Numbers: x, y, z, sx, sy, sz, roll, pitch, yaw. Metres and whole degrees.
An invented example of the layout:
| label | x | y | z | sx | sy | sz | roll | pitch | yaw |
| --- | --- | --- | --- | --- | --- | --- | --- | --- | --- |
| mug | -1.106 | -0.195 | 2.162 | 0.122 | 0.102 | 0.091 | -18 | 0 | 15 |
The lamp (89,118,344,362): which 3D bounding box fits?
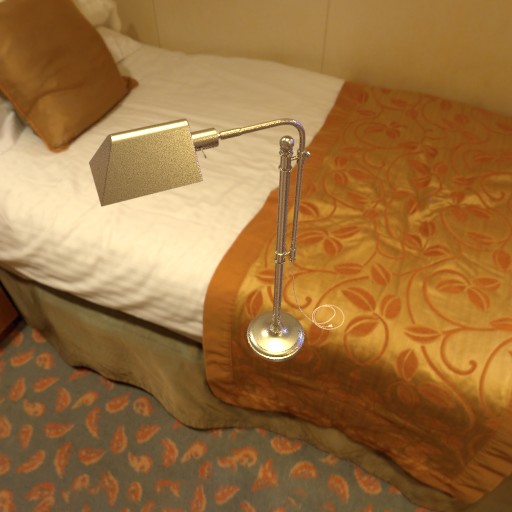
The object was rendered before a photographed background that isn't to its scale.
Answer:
| label | x | y | z | sx | sy | sz | roll | pitch | yaw |
| --- | --- | --- | --- | --- | --- | --- | --- | --- | --- |
| lamp | 0.000 | 0.000 | 0.966 | 0.546 | 0.708 | 0.159 | -17 | 49 | -15 |
